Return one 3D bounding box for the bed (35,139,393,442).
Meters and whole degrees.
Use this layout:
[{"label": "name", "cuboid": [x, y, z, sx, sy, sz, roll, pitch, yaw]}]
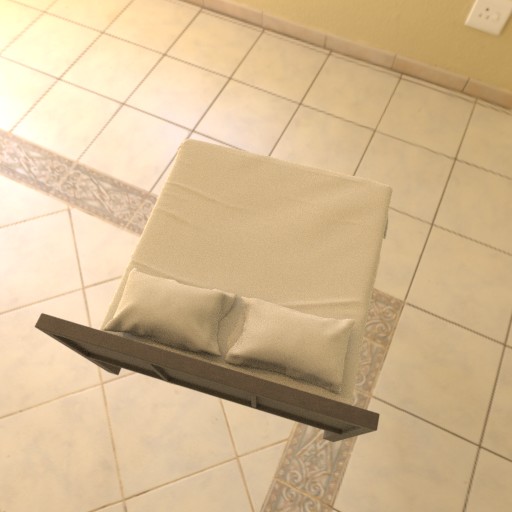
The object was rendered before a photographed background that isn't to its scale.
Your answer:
[{"label": "bed", "cuboid": [0.000, 0.000, 2.839, 1.772, 1.142, 1.785, 15, 66, 7]}]
